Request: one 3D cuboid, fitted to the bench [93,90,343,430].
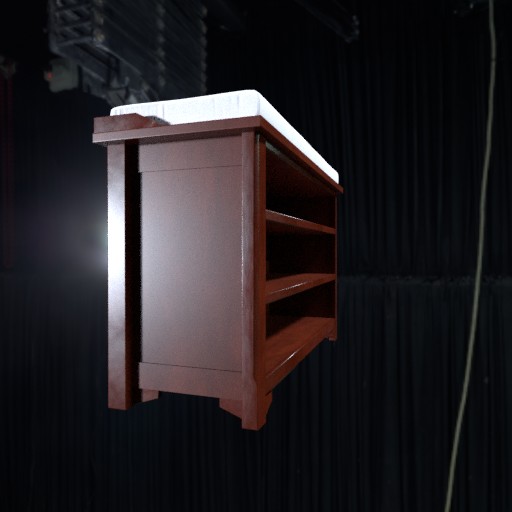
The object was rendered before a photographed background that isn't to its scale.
[{"bbox_3d":[0.000,0.000,1.327,0.369,0.646,0.987,0,1,20],"label":"bench"}]
